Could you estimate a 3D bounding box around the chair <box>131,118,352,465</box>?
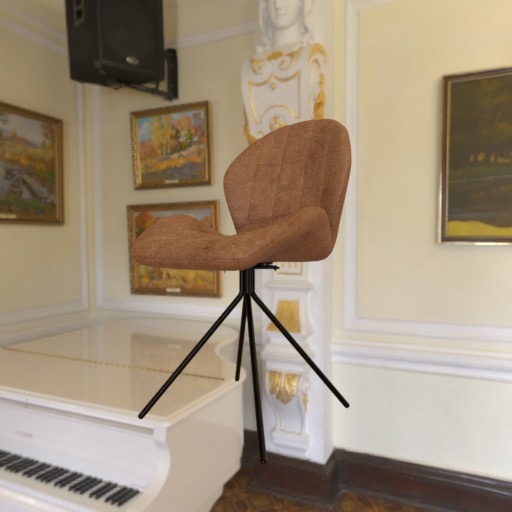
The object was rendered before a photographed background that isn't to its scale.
[{"bbox_3d":[0.000,0.000,1.330,0.527,0.929,0.640,1,2,37],"label":"chair"}]
